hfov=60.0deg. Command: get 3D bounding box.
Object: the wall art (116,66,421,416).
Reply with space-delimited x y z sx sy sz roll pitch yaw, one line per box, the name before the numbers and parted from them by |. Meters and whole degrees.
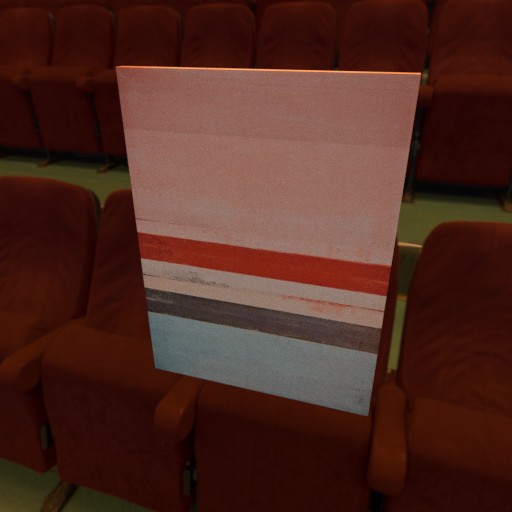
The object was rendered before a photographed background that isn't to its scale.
wall art | 0.000 0.000 1.307 0.761 1.016 0.039 8 28 16
